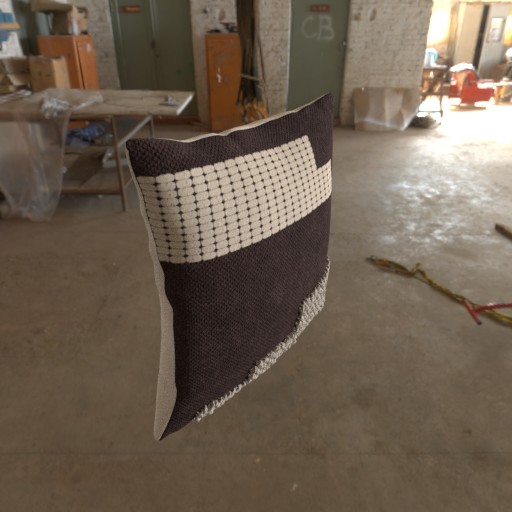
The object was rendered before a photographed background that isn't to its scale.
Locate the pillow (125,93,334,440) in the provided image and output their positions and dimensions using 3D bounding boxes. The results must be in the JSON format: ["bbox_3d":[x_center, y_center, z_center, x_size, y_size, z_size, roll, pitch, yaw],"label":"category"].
[{"bbox_3d":[0.000,0.000,0.734,0.178,0.473,0.475,19,33,32],"label":"pillow"}]
